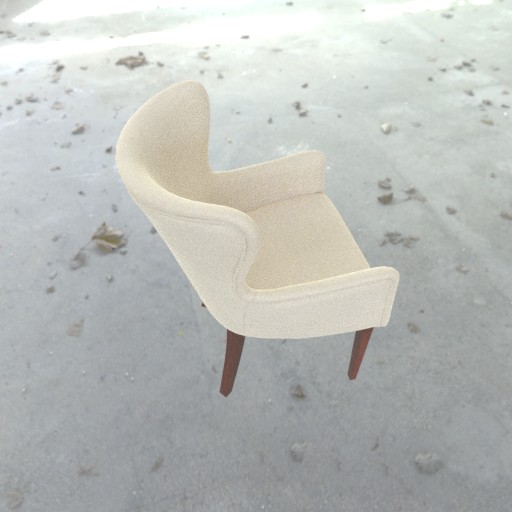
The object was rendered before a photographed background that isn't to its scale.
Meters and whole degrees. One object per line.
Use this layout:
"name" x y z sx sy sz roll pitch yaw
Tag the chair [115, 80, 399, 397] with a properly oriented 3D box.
"chair" 0.000 0.000 1.531 0.744 0.990 0.696 -10 47 -10
